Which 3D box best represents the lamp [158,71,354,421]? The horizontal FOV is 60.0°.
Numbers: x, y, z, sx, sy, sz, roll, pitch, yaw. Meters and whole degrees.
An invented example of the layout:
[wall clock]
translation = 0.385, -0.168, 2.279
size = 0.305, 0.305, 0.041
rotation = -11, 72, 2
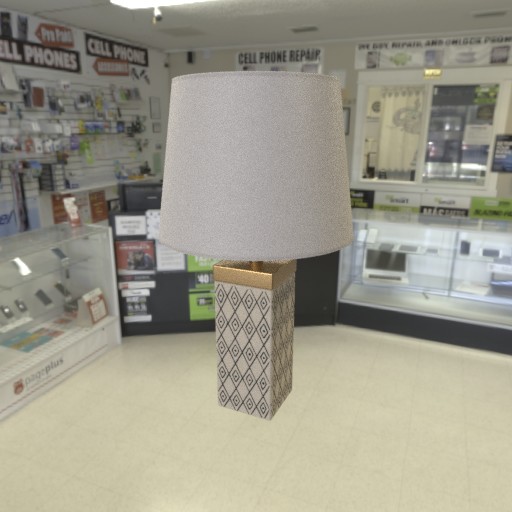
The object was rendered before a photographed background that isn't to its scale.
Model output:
[lamp]
translation = 0.000, 0.000, 0.591
size = 0.251, 0.435, 0.251
rotation = 0, 16, 0
